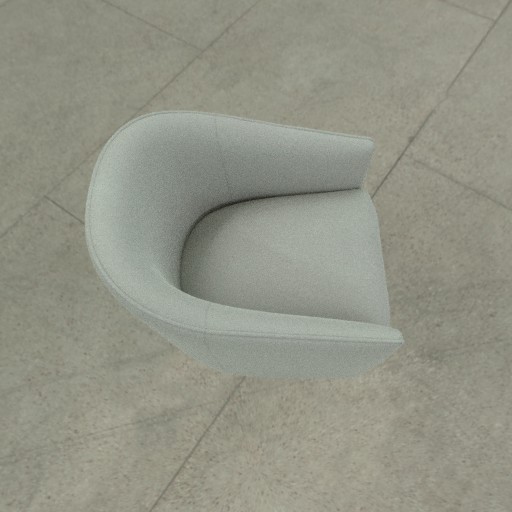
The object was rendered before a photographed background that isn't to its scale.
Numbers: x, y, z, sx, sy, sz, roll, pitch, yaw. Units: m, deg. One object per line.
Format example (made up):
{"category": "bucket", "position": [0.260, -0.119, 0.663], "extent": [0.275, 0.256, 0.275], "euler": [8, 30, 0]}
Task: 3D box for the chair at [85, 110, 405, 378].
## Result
{"category": "chair", "position": [0.000, 0.000, 1.489], "extent": [0.875, 0.799, 0.747], "euler": [0, 64, 0]}
